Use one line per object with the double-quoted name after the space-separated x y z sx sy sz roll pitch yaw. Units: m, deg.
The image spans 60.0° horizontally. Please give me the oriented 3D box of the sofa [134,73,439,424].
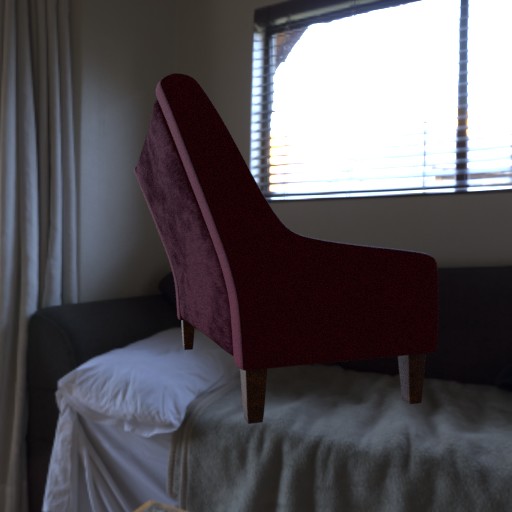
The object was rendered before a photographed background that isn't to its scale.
0.000 0.000 1.888 0.946 0.976 1.242 0 -1 -18 "sofa"
